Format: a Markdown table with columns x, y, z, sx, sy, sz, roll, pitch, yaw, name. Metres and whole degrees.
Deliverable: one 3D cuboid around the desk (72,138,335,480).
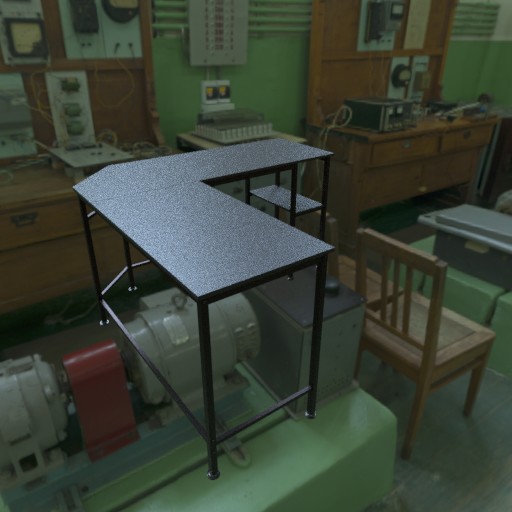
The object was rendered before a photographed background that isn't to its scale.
| x | y | z | sx | sy | sz | roll | pitch | yaw | name |
| --- | --- | --- | --- | --- | --- | --- | --- | --- | --- |
| 0.000 | 0.000 | 2.181 | 1.379 | 0.739 | 1.379 | -18 | 32 | -32 | desk |
